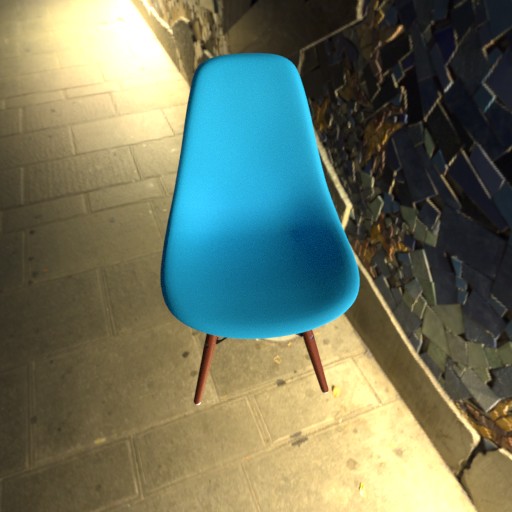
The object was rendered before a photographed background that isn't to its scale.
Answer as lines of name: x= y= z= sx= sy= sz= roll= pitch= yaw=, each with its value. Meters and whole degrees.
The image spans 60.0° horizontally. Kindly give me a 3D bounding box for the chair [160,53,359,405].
chair: x=0.000 y=0.000 z=1.148 sx=0.470 sy=0.826 sz=0.533 roll=-4 pitch=45 yaw=-4
